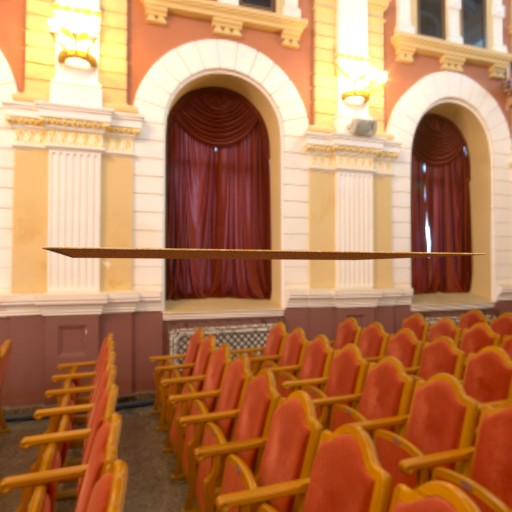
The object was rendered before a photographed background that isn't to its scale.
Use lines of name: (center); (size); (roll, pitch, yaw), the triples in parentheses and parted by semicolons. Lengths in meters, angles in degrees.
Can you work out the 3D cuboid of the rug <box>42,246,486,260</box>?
rug: (0.000, 0.000, 2.991); (2.424, 0.010, 1.511); (1, -2, -18)
